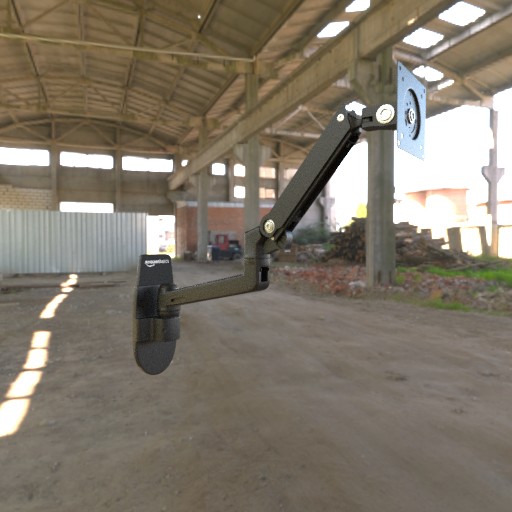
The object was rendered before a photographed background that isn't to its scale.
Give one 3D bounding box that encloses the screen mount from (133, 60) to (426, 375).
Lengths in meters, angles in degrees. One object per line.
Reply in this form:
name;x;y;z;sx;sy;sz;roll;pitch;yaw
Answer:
screen mount;0.000;0.000;0.714;0.495;0.466;0.115;1;2;36
